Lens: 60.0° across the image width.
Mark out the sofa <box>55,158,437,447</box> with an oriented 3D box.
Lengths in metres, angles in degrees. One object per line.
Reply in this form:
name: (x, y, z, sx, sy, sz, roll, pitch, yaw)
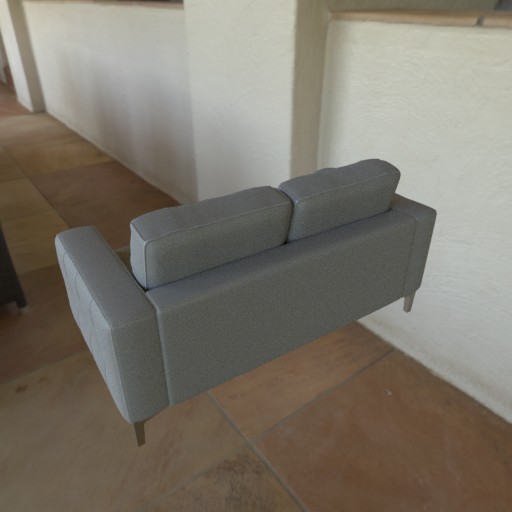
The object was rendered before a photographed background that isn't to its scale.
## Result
sofa: (0.000, 0.000, 2.236, 1.726, 0.893, 0.833, -18, 35, -28)
